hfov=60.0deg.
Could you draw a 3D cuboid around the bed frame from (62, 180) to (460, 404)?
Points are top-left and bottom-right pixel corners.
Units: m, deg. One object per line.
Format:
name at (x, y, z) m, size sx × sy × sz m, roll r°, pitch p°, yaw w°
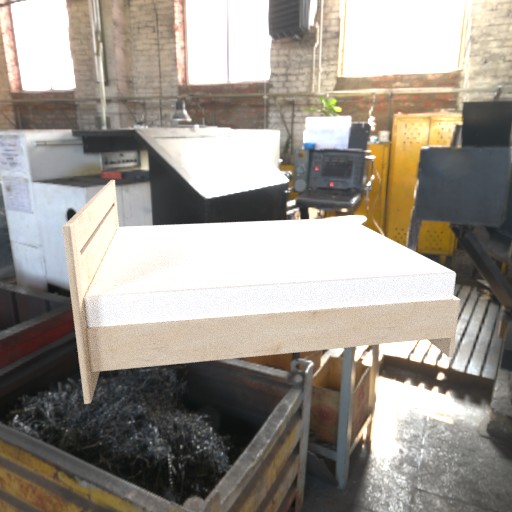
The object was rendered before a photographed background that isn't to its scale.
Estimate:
bed frame at (0.000, 0.000, 3.108) m, size 2.080 × 0.900 × 1.800 m, roll -3°, pitch 17°, yaw -10°
